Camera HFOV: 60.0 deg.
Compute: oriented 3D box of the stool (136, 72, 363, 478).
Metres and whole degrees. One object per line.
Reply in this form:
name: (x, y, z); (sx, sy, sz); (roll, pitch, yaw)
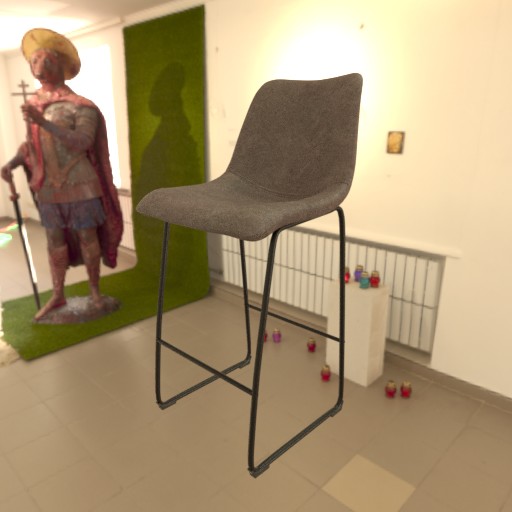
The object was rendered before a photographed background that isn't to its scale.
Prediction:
stool: (0.000, 0.000, 1.386); (0.514, 1.082, 0.561); (15, 23, 42)
